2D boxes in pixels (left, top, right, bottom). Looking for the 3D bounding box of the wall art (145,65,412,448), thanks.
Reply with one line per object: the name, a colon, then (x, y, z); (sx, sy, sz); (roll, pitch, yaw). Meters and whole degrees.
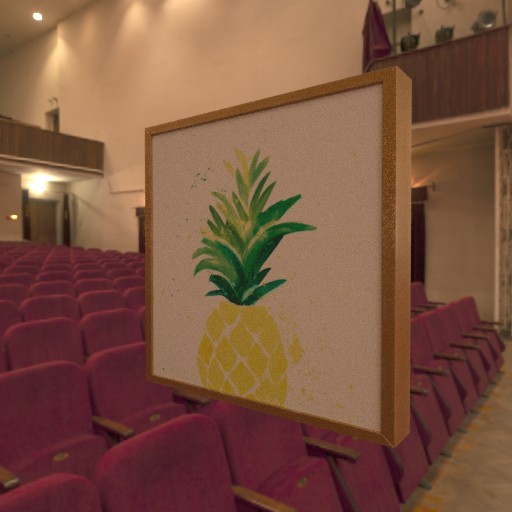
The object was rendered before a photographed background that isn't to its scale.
wall art: (0.000, 0.000, 0.459); (0.306, 0.305, 0.038); (1, 1, 37)
